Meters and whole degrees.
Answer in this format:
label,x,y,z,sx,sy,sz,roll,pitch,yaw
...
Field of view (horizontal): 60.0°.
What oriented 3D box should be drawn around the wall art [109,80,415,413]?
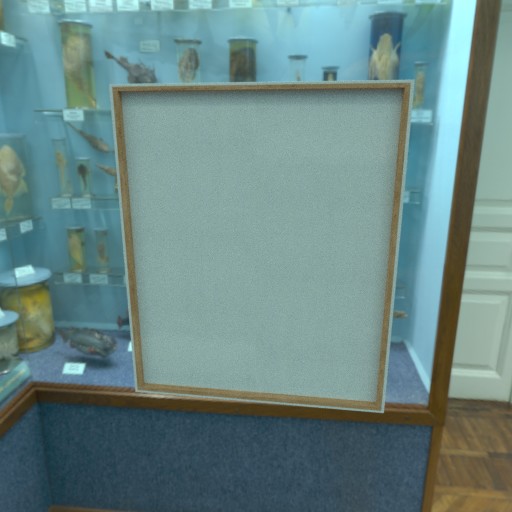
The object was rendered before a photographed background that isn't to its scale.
label,x,y,z,sx,sy,sz,roll,pitch,yaw
wall art,0.000,0.000,0.830,0.508,0.606,0.037,2,16,8
